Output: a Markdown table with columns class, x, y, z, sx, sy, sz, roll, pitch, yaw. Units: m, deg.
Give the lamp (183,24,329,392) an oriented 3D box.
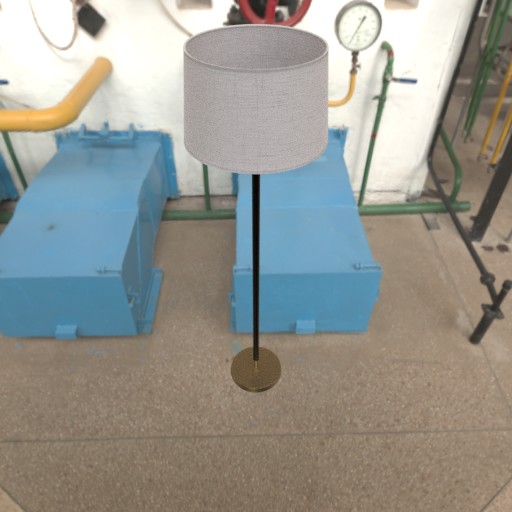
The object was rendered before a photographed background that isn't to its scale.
| class | x | y | z | sx | sy | sz | roll | pitch | yaw |
| --- | --- | --- | --- | --- | --- | --- | --- | --- | --- |
| lamp | 0.000 | 0.000 | 1.611 | 0.420 | 1.447 | 0.420 | 0 | 42 | 0 |
